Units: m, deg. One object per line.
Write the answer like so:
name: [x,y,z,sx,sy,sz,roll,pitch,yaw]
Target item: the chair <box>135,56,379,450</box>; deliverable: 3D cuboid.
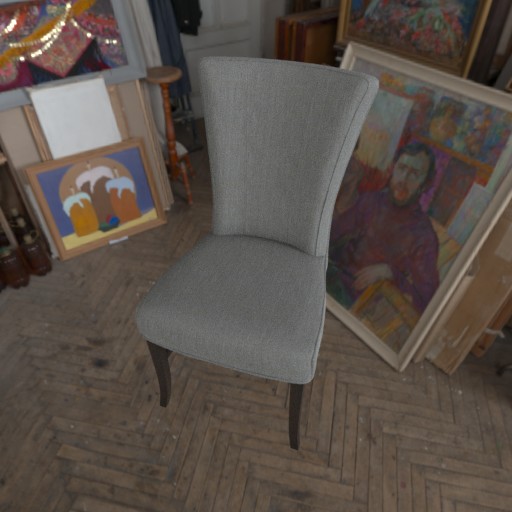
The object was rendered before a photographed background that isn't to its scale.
chair: [0.000,0.000,1.361,0.520,0.991,0.660,12,42,14]
